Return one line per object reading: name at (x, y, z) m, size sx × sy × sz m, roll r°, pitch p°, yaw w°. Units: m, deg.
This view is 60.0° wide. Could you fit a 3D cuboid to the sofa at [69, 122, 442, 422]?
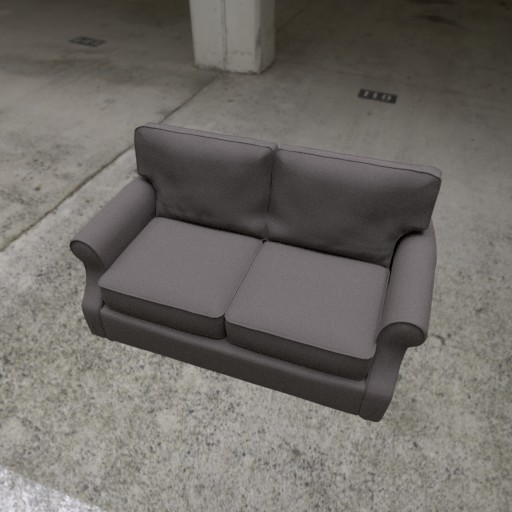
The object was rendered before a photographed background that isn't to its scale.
sofa at (0.000, 0.000, 2.219) m, size 1.665 × 0.937 × 0.964 m, roll 13°, pitch 42°, yaw 15°
